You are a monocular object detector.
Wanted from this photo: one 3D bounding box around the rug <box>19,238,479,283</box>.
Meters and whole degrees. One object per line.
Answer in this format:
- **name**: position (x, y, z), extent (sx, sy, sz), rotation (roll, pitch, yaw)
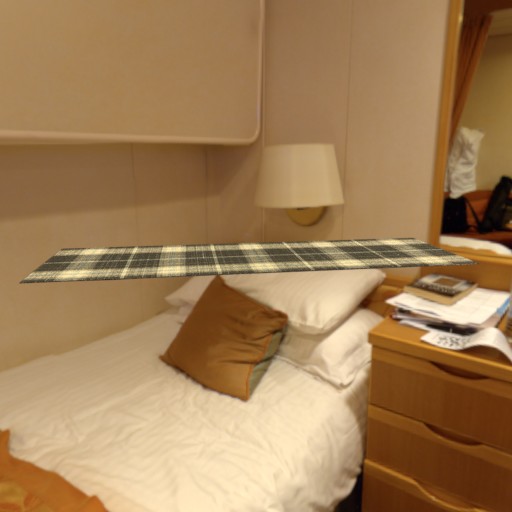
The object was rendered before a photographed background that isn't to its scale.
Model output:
- **rug**: position (0.000, 0.000, 2.679), extent (2.434, 0.012, 0.760), rotation (-2, 14, -9)
